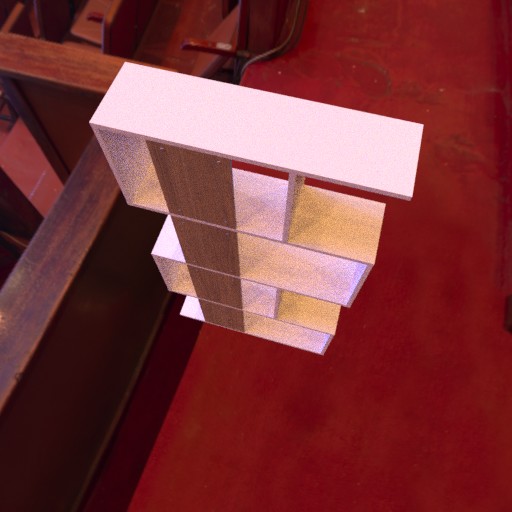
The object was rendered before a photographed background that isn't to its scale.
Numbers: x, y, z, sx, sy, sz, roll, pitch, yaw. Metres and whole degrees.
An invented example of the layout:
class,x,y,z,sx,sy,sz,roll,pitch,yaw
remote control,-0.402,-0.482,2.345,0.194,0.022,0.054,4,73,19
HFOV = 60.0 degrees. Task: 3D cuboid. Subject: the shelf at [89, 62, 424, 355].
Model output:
class,x,y,z,sx,sy,sz,roll,pitch,yaw
shelf,0.000,0.000,1.963,0.890,1.650,0.250,14,65,7
